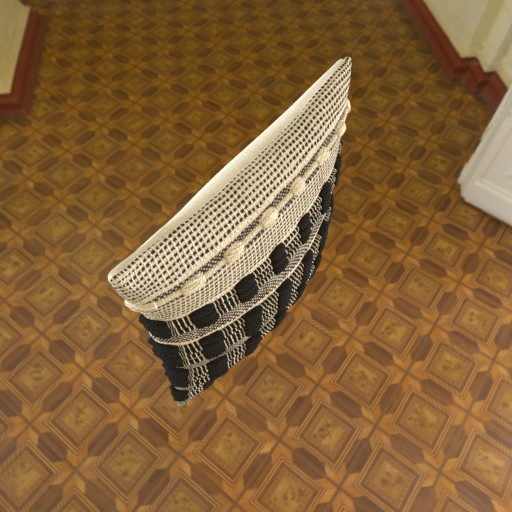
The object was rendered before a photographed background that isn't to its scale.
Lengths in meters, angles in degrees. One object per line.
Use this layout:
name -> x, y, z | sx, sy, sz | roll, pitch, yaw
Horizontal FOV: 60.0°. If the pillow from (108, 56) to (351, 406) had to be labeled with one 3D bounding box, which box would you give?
pillow -> 0.000, 0.000, 0.677 | 0.156, 0.438, 0.436 | 32, 63, 19
